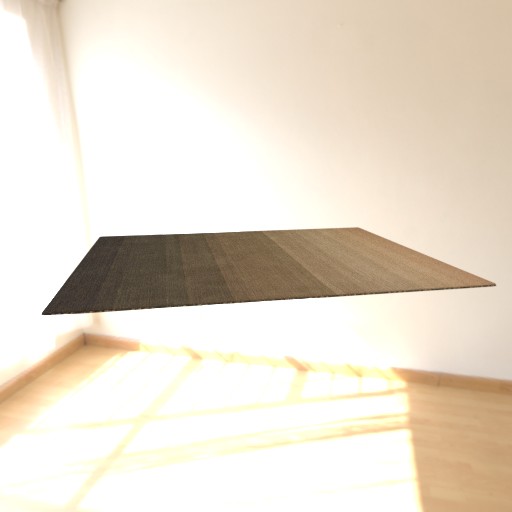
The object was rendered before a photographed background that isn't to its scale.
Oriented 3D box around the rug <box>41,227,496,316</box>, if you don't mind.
[{"bbox_3d":[0.000,0.000,3.829,2.902,0.017,2.306,-3,14,-11],"label":"rug"}]
